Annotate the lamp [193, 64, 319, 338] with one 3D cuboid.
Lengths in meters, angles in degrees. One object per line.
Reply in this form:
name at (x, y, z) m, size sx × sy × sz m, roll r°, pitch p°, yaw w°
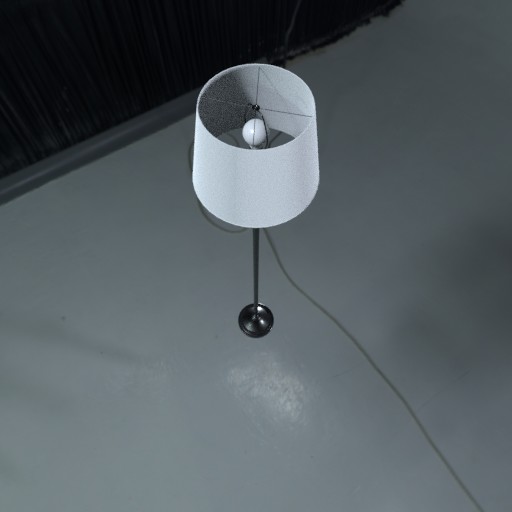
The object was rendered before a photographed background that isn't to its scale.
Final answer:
lamp at (0.000, 0.000, 1.807) m, size 0.379 × 1.623 × 0.379 m, roll 0°, pitch 63°, yaw 0°
